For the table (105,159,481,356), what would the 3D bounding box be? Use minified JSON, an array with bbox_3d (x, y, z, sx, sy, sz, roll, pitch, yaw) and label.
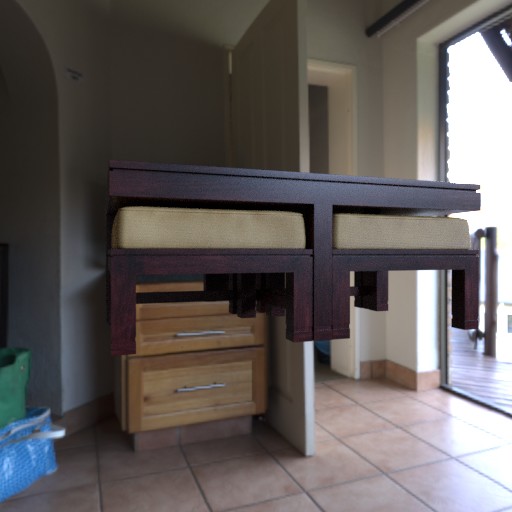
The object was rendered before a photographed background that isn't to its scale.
[{"bbox_3d":[0.000,0.000,1.352,0.865,0.356,0.865,0,0,-19],"label":"table"}]
